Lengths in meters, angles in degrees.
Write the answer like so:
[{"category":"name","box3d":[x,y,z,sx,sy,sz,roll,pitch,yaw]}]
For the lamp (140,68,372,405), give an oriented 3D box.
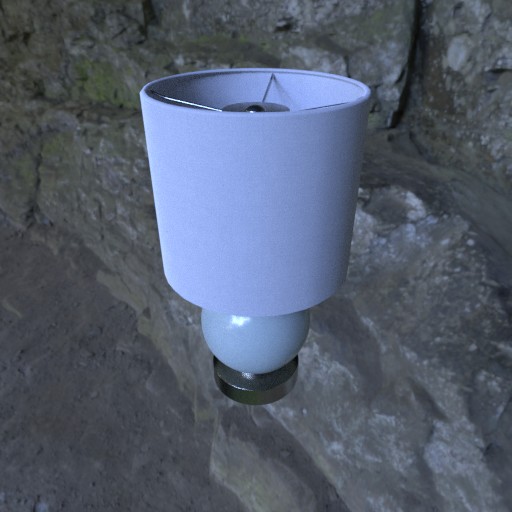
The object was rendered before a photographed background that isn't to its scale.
[{"category":"lamp","box3d":[0.000,0.000,0.484,0.201,0.353,0.201,-10,33,-16]}]
